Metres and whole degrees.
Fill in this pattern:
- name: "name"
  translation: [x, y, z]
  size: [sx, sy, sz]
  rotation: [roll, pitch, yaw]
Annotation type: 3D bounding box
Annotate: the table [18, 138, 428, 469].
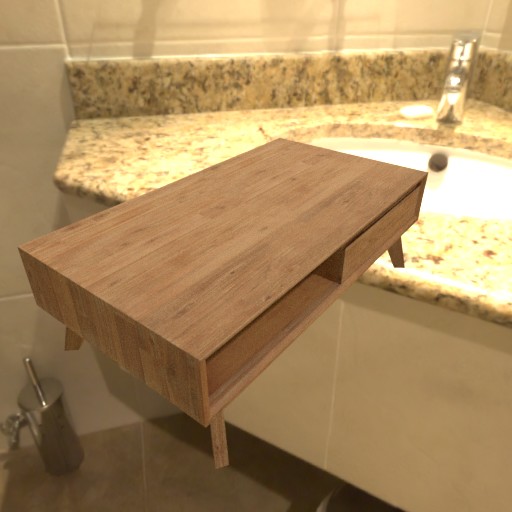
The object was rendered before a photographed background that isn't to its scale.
- name: "table"
  translation: [0.000, 0.000, 2.033]
  size: [0.918, 0.531, 1.619]
  rotation: [23, 39, 31]
